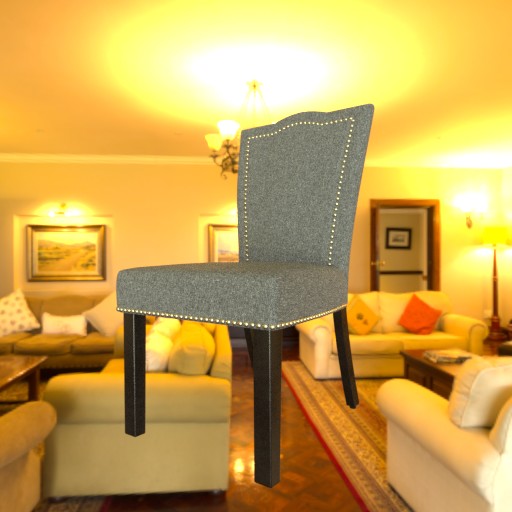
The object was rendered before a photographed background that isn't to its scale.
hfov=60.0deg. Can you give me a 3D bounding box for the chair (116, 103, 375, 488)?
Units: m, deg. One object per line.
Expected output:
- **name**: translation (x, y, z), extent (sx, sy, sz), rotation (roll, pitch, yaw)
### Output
- **chair**: translation (0.000, 0.000, 1.258), extent (0.518, 0.946, 0.589), rotation (0, 0, 36)
